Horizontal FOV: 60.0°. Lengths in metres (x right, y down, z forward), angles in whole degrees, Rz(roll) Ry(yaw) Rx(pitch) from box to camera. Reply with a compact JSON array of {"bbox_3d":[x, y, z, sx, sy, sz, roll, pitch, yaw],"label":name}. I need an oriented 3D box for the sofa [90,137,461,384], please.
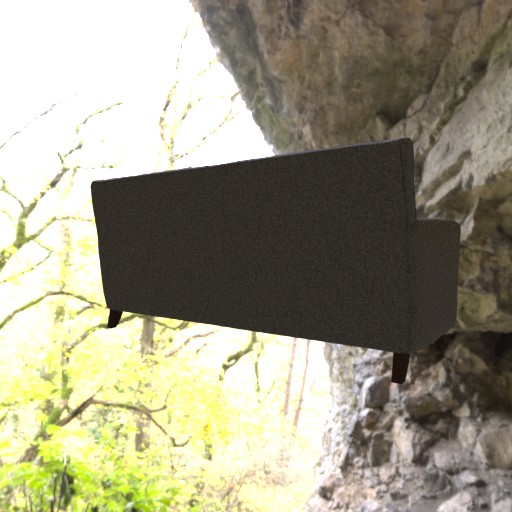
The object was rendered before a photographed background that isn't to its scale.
[{"bbox_3d":[0.000,0.000,2.533,2.026,0.942,0.854,1,2,37],"label":"sofa"}]
